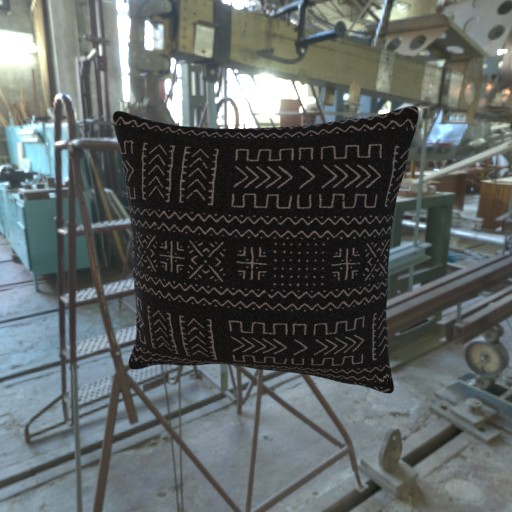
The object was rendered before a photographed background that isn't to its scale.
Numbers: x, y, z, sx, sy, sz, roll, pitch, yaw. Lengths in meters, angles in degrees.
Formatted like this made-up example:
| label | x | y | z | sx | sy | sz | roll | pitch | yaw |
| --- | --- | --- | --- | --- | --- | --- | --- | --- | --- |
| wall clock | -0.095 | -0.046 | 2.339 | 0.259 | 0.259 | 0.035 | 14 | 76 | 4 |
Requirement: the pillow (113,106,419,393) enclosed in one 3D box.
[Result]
| label | x | y | z | sx | sy | sz | roll | pitch | yaw |
| --- | --- | --- | --- | --- | --- | --- | --- | --- | --- |
| pillow | 0.000 | 0.000 | 0.674 | 0.438 | 0.430 | 0.164 | 2 | 16 | 8 |
